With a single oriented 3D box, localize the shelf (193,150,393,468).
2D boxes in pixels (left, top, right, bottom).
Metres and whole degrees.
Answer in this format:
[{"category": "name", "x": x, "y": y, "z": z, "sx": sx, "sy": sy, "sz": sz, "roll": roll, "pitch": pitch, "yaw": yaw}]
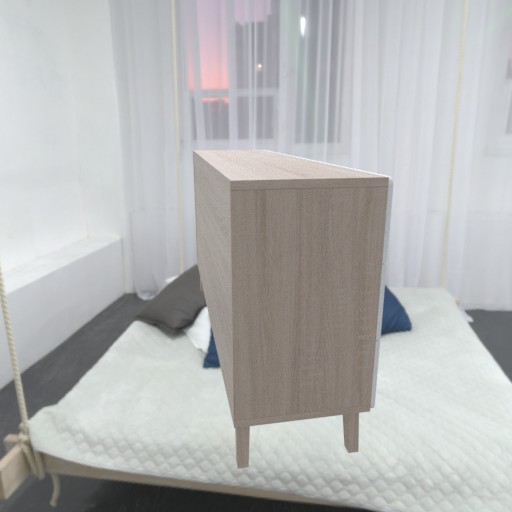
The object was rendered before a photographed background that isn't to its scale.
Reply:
[{"category": "shelf", "x": 0.000, "y": 0.000, "z": 1.810, "sx": 0.400, "sy": 0.780, "sz": 1.490, "roll": -3, "pitch": 16, "yaw": -10}]
